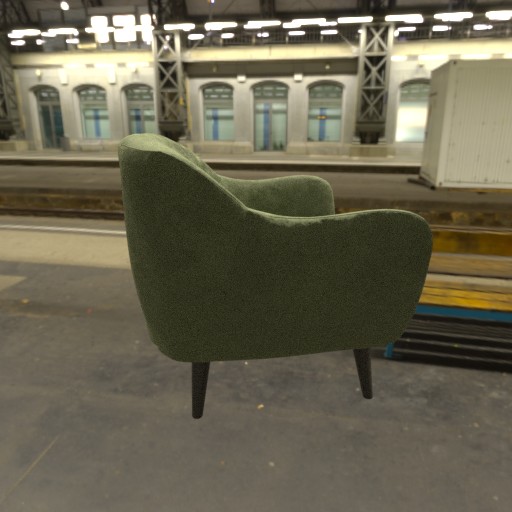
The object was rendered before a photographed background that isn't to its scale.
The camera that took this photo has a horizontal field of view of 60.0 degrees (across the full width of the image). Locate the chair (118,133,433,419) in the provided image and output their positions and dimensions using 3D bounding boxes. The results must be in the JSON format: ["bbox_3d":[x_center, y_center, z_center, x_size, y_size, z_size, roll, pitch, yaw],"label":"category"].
[{"bbox_3d":[0.000,0.000,1.500,0.819,0.804,0.840,-3,17,-10],"label":"chair"}]
